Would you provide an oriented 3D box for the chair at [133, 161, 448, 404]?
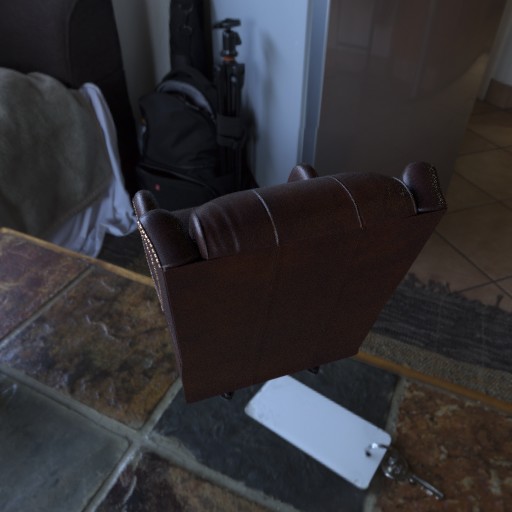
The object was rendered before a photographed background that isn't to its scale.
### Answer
[{"bbox_3d":[0.000,0.000,1.808,0.869,1.084,1.008,-12,42,-14],"label":"chair"}]
